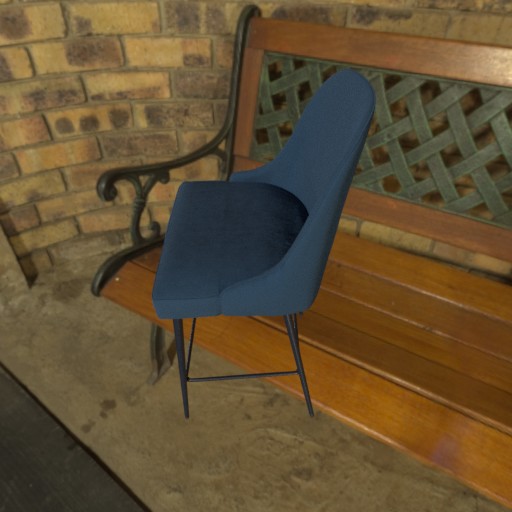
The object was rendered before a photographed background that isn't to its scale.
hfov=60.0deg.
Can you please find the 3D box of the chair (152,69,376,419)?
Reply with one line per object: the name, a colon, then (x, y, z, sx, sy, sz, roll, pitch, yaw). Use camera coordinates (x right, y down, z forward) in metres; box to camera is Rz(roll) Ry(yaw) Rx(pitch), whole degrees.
chair: (0.000, 0.000, 1.225, 0.489, 0.927, 0.526, 0, 40, 0)
